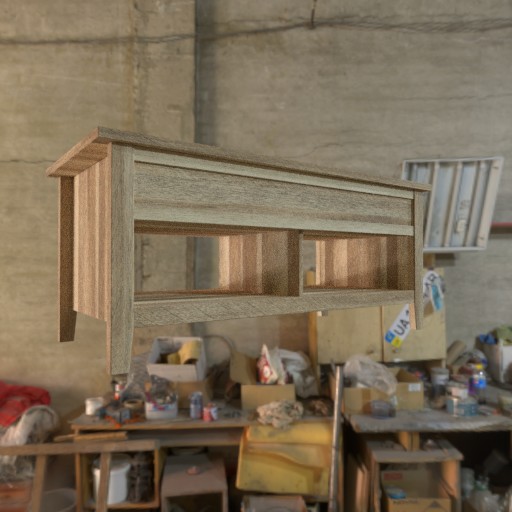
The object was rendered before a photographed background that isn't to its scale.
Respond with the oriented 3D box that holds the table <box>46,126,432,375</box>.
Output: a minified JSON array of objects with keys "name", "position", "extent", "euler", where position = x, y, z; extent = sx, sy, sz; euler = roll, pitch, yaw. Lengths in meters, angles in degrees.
[{"name":"table","position":[0.000,0.000,1.358],"extent":[1.095,0.480,0.493],"euler":[1,-1,-36]}]
